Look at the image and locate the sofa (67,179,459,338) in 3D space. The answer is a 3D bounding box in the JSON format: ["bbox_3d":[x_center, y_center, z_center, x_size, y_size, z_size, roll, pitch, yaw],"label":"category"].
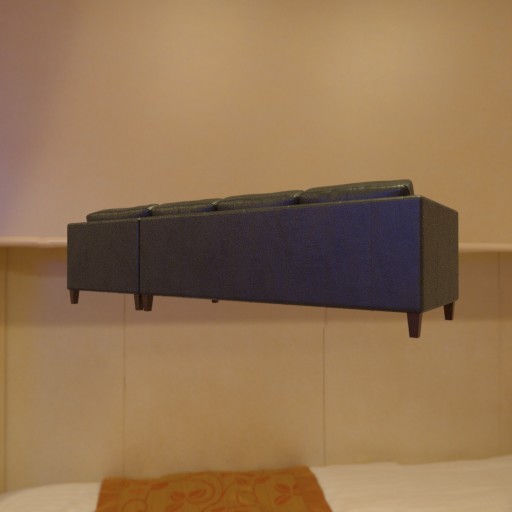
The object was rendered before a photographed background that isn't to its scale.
[{"bbox_3d":[0.000,0.000,3.838,3.203,0.883,1.581,0,-1,35],"label":"sofa"}]
